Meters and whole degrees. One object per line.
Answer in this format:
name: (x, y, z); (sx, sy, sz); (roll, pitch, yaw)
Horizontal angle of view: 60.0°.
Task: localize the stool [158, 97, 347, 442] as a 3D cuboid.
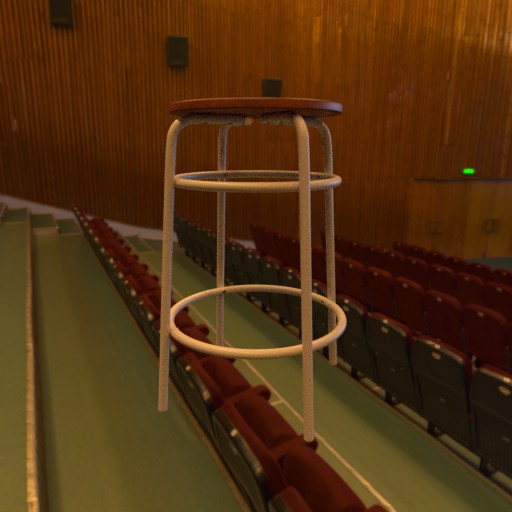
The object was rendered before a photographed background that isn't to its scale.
stool: (0.000, 0.000, 0.946); (0.455, 0.610, 0.455); (-7, 16, -26)
